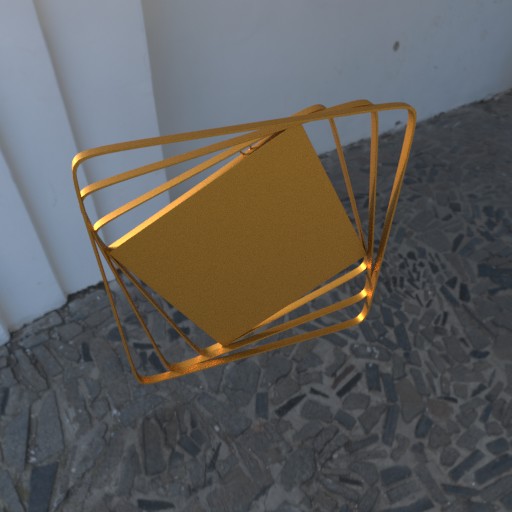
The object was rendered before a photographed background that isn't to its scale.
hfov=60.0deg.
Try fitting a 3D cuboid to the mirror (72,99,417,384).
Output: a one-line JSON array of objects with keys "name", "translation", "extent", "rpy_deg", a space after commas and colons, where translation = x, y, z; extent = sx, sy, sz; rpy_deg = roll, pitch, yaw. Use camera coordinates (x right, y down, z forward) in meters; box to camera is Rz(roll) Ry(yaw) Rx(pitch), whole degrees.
[{"name": "mirror", "translation": [0.000, 0.000, 0.716], "extent": [0.470, 0.468, 0.045], "rpy_deg": [-13, 43, -14]}]
